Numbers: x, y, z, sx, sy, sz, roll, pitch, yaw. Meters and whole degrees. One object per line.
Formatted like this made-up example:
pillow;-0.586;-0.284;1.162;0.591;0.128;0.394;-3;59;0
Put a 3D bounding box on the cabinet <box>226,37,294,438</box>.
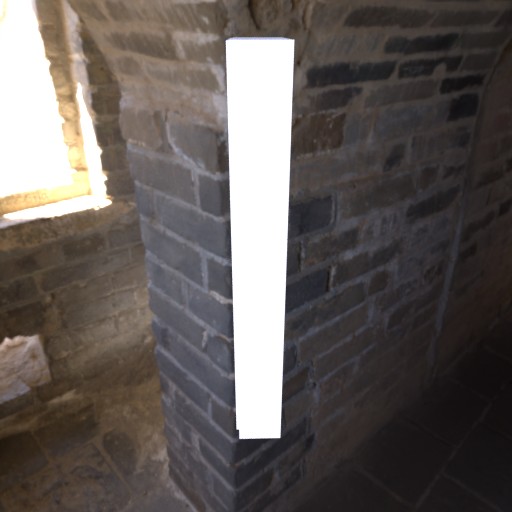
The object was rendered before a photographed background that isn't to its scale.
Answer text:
cabinet;0.000;0.000;2.032;0.230;1.790;0.500;-1;27;-1
